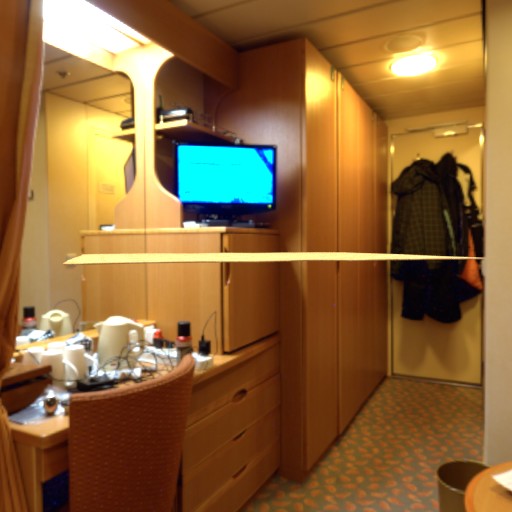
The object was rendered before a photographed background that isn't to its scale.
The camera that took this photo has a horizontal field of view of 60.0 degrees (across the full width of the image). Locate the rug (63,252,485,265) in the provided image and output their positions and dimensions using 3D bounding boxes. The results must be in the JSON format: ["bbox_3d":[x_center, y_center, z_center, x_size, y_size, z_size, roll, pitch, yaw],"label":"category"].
[{"bbox_3d":[0.000,0.000,4.413,3.365,0.020,2.452,-1,2,-19],"label":"rug"}]
